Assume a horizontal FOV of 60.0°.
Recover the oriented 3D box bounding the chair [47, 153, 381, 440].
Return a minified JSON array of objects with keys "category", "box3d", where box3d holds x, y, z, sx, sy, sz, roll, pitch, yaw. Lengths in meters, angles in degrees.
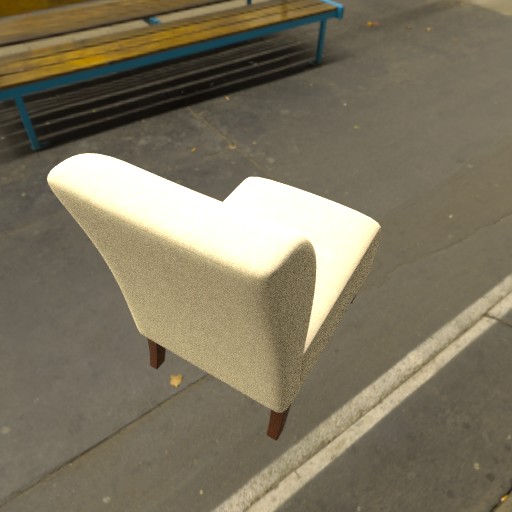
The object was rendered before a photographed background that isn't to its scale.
[{"category":"chair","box3d":[0.000,0.000,1.266,0.521,0.833,0.754,24,50,22]}]
